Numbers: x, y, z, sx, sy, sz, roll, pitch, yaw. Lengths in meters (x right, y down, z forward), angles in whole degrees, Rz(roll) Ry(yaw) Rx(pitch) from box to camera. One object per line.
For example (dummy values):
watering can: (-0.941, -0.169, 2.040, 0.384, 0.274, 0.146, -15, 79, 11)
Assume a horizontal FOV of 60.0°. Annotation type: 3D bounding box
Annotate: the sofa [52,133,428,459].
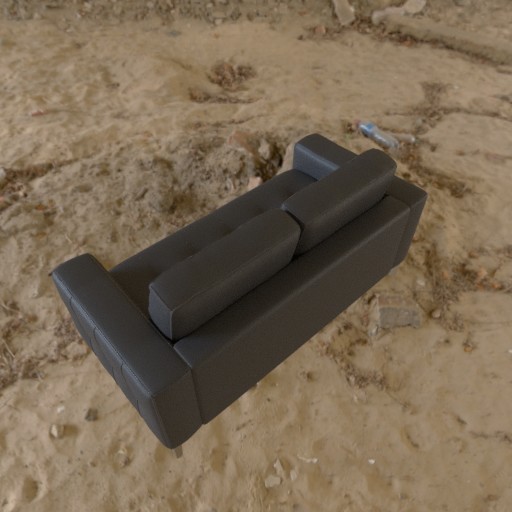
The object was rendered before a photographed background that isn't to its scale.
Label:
sofa: (0.000, 0.000, 2.244, 1.726, 0.893, 0.833, -33, 55, -27)
